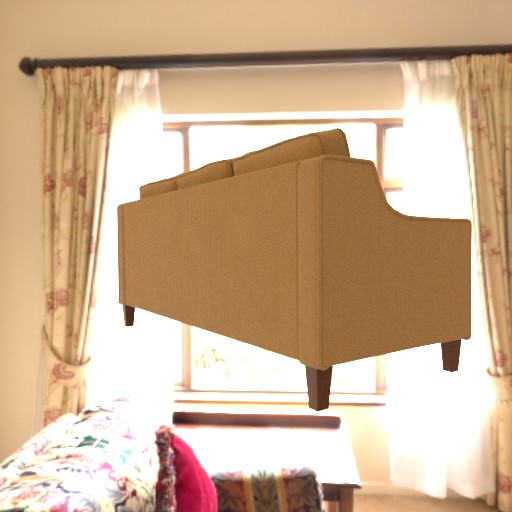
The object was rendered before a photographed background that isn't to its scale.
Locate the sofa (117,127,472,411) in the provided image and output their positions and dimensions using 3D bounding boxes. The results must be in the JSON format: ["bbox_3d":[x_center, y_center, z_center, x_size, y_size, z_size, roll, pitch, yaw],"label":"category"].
[{"bbox_3d":[0.000,0.000,2.456,0.911,0.974,1.986,-1,2,-35],"label":"sofa"}]
